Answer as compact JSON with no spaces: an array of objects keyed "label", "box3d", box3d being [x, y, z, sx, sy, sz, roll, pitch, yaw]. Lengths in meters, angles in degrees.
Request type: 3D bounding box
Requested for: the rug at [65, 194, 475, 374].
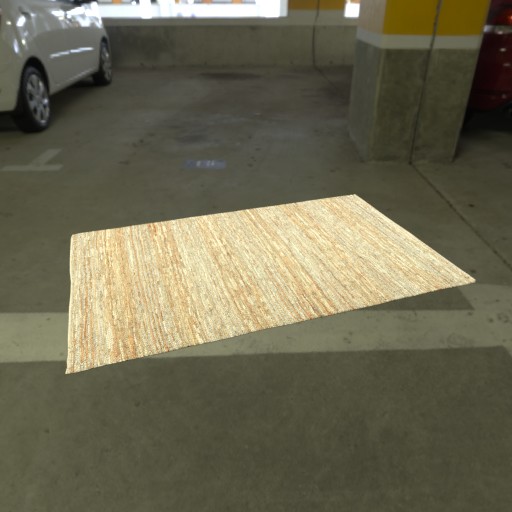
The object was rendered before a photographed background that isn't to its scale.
[{"label":"rug","box3d":[0.000,0.000,3.076,2.446,0.009,1.529,-10,32,-16]}]
